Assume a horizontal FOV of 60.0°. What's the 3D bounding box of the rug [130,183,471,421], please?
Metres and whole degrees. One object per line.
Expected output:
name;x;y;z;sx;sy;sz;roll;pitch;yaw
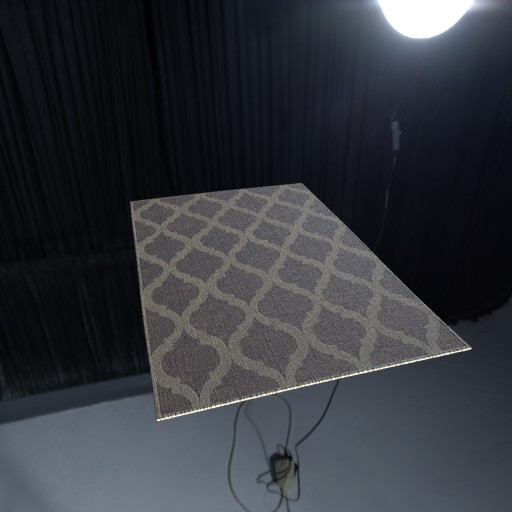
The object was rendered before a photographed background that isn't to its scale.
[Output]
rug;0.000;0.000;2.914;1.522;0.008;2.284;-8;32;-14
